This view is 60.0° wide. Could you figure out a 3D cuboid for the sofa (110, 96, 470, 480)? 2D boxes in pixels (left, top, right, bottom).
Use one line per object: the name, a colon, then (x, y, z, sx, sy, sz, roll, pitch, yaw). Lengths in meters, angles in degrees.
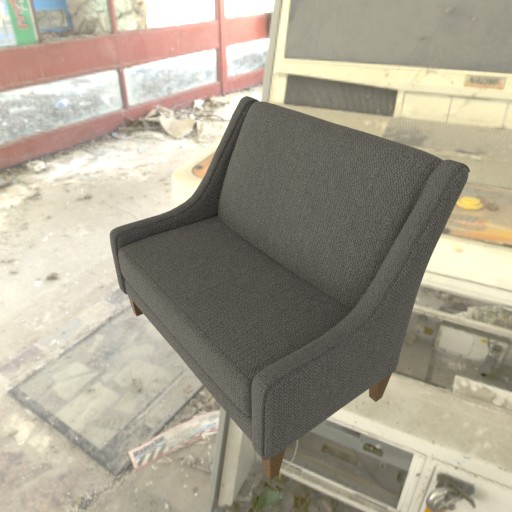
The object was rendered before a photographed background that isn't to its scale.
sofa: (0.000, 0.000, 1.896, 0.873, 1.022, 1.242, -22, 38, -31)
